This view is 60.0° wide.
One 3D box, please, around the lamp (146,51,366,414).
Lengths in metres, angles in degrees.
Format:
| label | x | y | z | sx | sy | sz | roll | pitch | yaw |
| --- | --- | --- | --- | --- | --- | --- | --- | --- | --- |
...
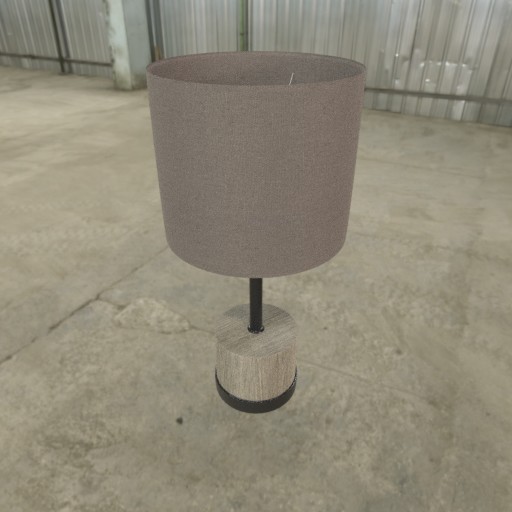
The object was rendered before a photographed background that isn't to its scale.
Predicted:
| label | x | y | z | sx | sy | sz | roll | pitch | yaw |
| --- | --- | --- | --- | --- | --- | --- | --- | --- | --- |
| lamp | 0.000 | 0.000 | 0.588 | 0.229 | 0.470 | 0.229 | -20 | 37 | -29 |
